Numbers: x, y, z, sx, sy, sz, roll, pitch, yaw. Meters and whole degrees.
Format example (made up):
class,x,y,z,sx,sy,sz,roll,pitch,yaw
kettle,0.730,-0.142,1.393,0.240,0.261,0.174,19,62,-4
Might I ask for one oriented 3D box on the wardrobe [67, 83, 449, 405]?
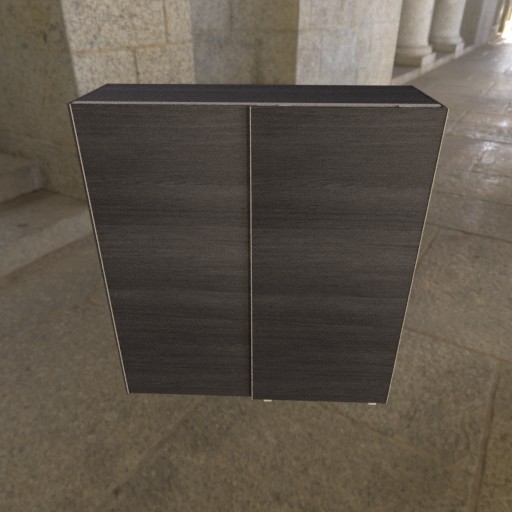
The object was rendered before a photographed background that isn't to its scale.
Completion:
class,x,y,z,sx,sy,sz,roll,pitch,yaw
wardrobe,0.000,0.000,2.800,1.780,1.960,0.629,1,30,2
